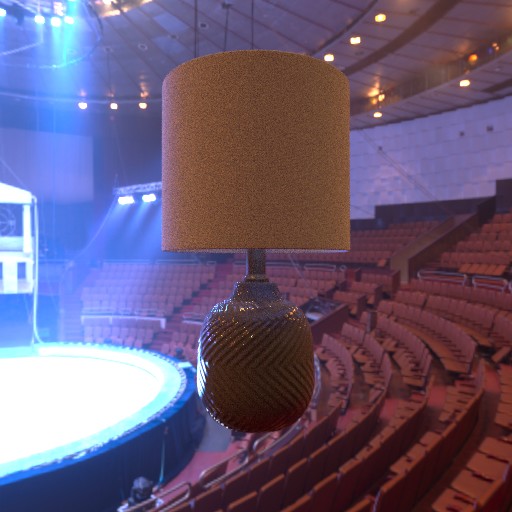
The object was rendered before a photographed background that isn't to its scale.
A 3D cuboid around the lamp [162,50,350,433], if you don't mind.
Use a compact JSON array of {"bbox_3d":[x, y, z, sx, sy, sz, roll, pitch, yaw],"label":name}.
[{"bbox_3d":[0.000,0.000,0.496,0.207,0.366,0.207,1,-1,-37],"label":"lamp"}]
